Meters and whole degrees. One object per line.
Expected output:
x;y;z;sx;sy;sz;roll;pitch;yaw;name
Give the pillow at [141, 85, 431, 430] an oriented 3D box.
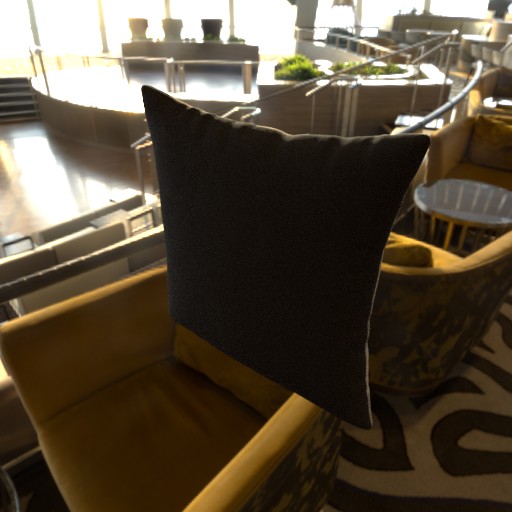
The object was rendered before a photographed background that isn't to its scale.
0.000;0.000;0.769;0.511;0.509;0.161;22;38;33;pillow
